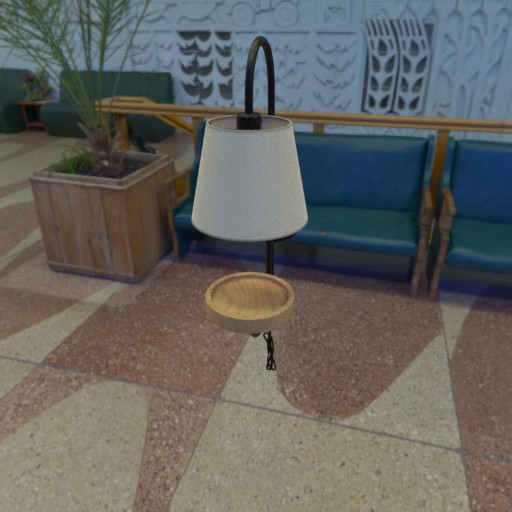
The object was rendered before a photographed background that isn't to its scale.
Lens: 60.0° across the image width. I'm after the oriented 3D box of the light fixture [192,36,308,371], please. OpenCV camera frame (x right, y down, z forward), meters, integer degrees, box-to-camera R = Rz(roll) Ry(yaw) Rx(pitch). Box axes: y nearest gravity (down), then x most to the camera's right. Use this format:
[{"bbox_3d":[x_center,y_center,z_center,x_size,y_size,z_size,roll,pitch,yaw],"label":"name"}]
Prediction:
[{"bbox_3d":[0.000,0.000,0.924,0.220,0.821,0.299,8,28,16],"label":"light fixture"}]
